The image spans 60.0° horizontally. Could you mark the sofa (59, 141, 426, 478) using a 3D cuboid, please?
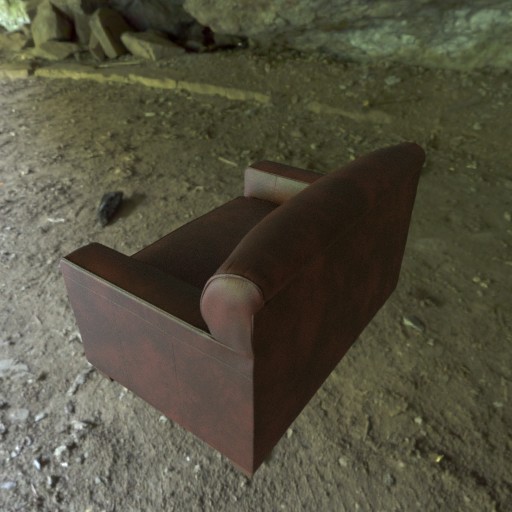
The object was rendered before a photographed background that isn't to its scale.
[{"bbox_3d":[0.000,0.000,2.046,1.000,0.956,1.413,21,38,30],"label":"sofa"}]
